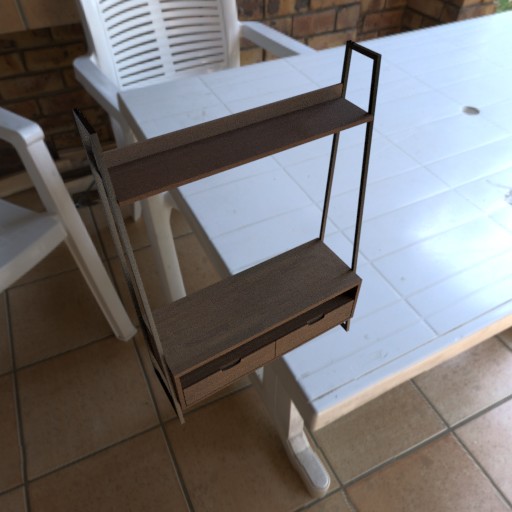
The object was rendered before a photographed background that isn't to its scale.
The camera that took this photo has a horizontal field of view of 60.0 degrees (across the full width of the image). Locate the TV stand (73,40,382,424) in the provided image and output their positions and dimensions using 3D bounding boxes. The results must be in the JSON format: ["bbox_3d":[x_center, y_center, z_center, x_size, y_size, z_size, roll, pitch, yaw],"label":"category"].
[{"bbox_3d":[0.000,0.000,2.277,1.250,1.772,0.432,-24,50,-22],"label":"TV stand"}]
